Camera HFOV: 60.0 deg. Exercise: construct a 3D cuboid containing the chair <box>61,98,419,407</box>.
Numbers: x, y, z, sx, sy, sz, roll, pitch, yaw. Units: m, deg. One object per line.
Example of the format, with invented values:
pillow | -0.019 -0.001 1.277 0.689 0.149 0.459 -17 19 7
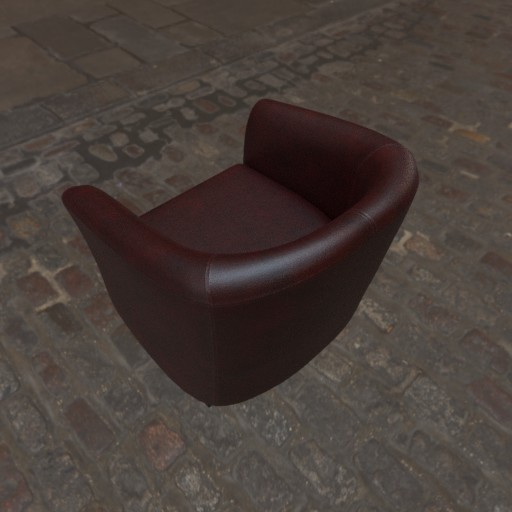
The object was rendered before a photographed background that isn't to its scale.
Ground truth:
chair | 0.000 0.000 1.359 0.792 0.756 0.727 -35 56 -28
